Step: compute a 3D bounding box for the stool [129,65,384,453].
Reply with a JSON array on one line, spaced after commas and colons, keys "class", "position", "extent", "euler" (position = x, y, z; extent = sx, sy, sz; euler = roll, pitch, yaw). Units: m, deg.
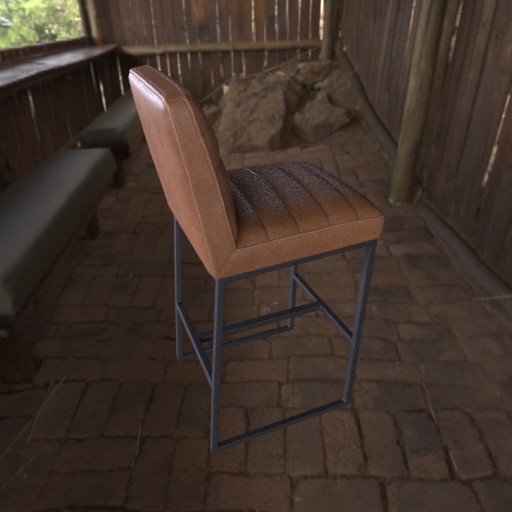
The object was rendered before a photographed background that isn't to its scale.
[{"class": "stool", "position": [0.000, 0.000, 1.323], "extent": [0.556, 1.040, 0.458], "euler": [-12, 33, -19]}]
